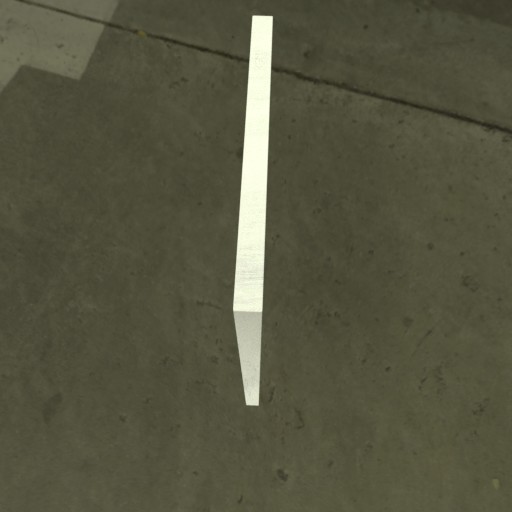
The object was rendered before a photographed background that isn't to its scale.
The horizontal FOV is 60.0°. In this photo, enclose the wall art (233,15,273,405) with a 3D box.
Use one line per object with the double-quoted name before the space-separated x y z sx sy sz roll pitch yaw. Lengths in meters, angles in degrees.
"wall art" 0.000 0.000 1.160 0.043 0.914 0.624 2 64 1
